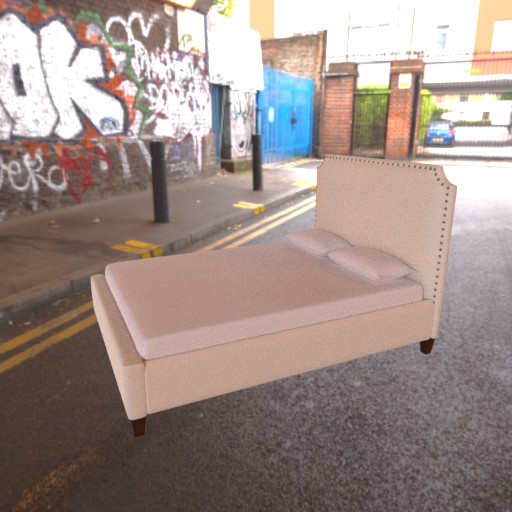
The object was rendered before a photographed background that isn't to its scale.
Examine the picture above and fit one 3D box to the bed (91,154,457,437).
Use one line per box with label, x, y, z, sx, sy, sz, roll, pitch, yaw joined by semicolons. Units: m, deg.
bed;0.000;0.000;3.508;2.372;1.443;1.712;-8;18;-24
